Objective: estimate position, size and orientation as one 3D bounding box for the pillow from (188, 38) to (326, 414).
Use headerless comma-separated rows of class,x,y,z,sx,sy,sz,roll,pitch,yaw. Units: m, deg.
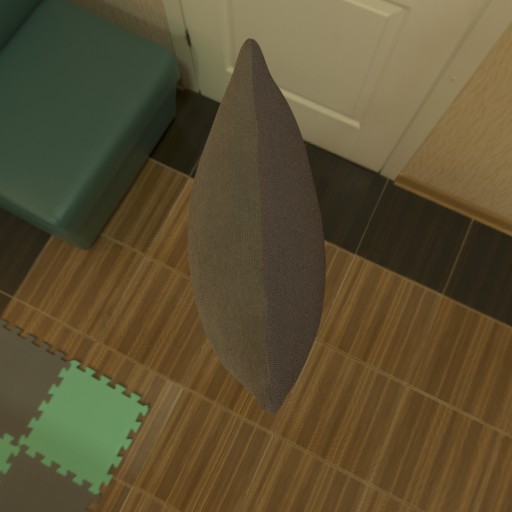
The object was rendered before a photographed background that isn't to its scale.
pillow,0.000,0.000,0.708,0.204,0.439,0.452,-3,76,-1
